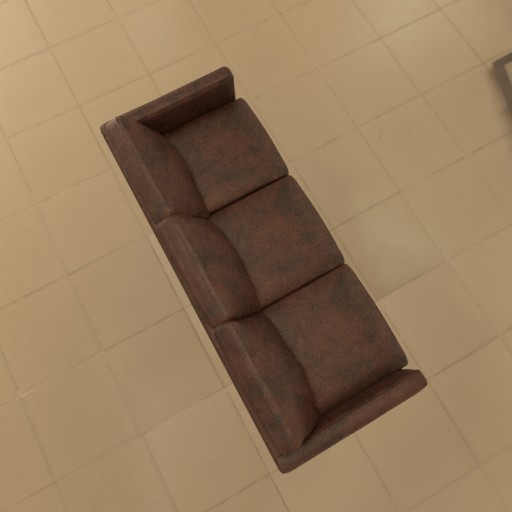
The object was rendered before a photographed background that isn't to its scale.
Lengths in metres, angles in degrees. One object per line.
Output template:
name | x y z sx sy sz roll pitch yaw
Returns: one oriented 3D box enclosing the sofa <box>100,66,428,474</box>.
sofa | 0.000 0.000 3.041 1.045 1.006 2.464 -28 77 -7
